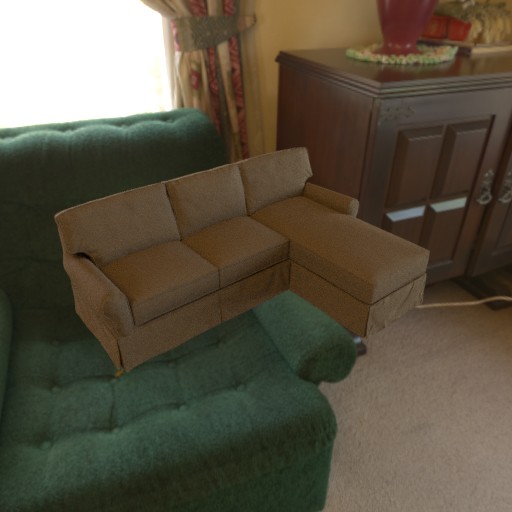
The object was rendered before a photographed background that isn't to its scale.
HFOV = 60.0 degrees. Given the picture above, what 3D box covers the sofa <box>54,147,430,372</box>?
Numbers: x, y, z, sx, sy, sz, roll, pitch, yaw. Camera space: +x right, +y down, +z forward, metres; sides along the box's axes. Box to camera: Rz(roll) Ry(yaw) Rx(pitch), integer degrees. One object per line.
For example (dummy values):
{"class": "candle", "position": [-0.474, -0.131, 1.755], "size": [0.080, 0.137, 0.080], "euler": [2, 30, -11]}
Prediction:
{"class": "sofa", "position": [0.000, 0.000, 3.463], "size": [2.475, 0.978, 1.733], "euler": [-23, 38, -33]}
